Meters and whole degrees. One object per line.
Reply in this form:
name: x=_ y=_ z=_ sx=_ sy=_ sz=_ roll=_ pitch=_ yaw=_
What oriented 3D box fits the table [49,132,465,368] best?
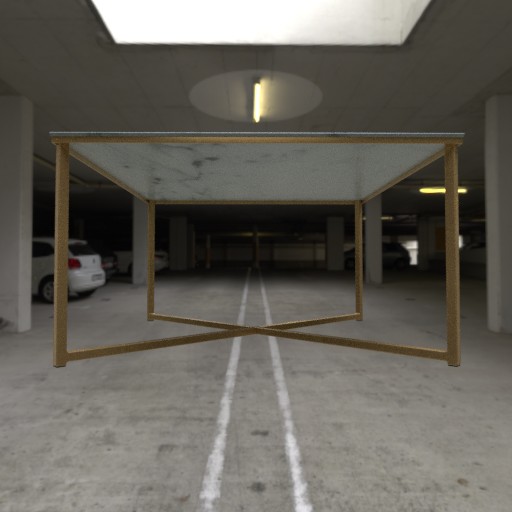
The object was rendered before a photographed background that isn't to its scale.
table: x=0.000 y=0.000 z=1.245 sx=0.800 sy=0.450 sz=0.800 roll=0 pitch=-2 yaw=0
